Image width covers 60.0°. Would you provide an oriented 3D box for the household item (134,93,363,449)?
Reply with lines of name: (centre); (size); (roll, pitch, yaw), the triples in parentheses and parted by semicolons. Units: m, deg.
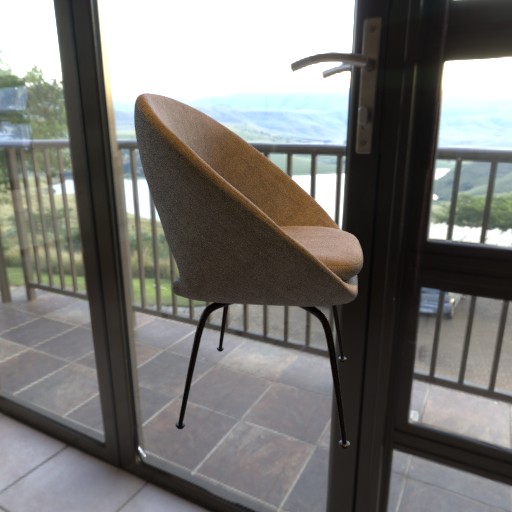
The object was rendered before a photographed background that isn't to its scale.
household item: (0.000, 0.000, 1.259); (0.587, 0.869, 0.643); (3, 16, 10)
